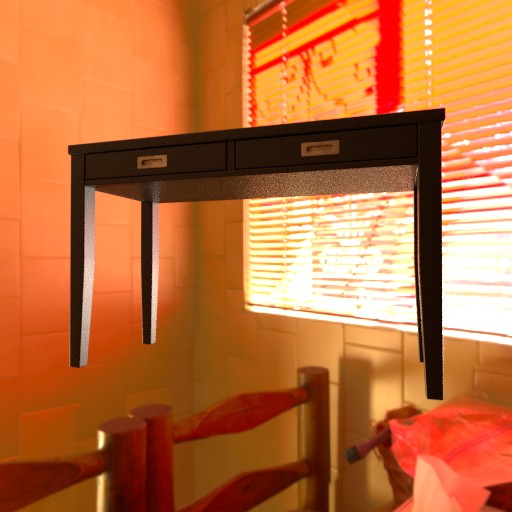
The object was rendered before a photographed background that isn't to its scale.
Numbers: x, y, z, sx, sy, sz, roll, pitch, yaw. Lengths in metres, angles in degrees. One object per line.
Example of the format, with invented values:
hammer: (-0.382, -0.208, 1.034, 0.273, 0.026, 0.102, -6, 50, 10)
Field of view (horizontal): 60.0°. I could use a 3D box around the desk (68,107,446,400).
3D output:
desk: (0.000, 0.000, 1.595, 1.220, 0.775, 0.508, 0, -1, 18)
